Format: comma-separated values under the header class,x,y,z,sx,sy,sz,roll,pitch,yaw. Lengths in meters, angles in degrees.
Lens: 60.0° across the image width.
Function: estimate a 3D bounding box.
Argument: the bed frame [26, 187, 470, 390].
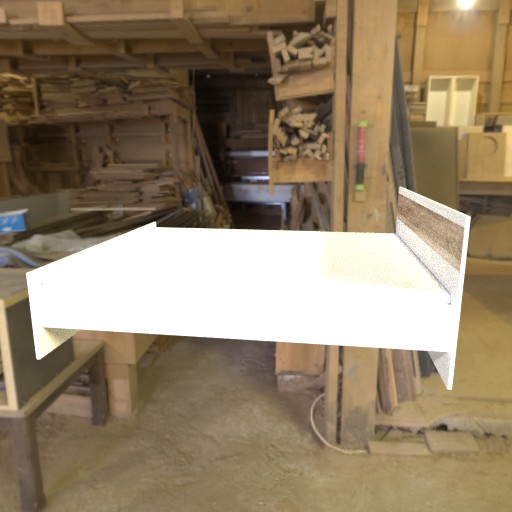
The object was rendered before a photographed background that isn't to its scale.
class,x,y,z,sx,sy,sz,roll,pitch,yaw
bed frame,0.000,0.000,2.906,2.060,0.800,1.720,2,13,8
